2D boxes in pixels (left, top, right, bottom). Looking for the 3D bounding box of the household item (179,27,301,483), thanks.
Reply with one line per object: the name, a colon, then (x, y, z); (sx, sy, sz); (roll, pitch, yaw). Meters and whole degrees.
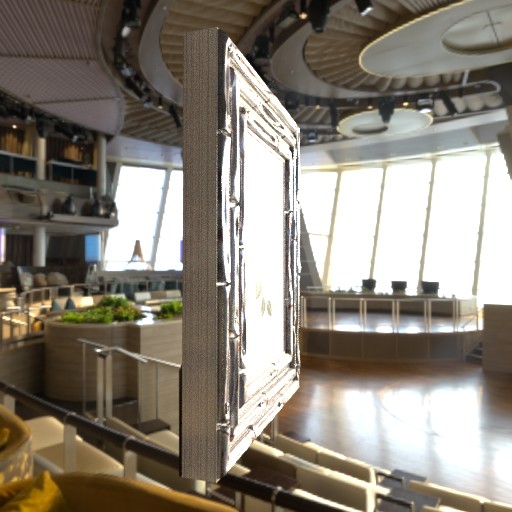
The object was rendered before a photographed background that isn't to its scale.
household item: (0.000, 0.000, 0.290); (0.025, 0.216, 0.165); (0, -1, 18)
